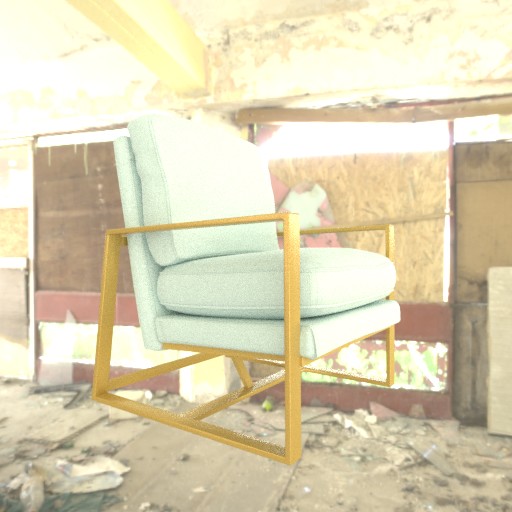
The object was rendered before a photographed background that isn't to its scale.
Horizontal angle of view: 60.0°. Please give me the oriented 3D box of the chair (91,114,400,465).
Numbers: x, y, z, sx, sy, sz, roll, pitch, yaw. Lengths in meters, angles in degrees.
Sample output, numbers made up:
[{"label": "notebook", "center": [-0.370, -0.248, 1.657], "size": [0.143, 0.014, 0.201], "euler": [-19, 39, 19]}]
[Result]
[{"label": "chair", "center": [0.000, 0.000, 1.541], "size": [0.813, 0.956, 0.758], "euler": [1, 1, 35]}]
